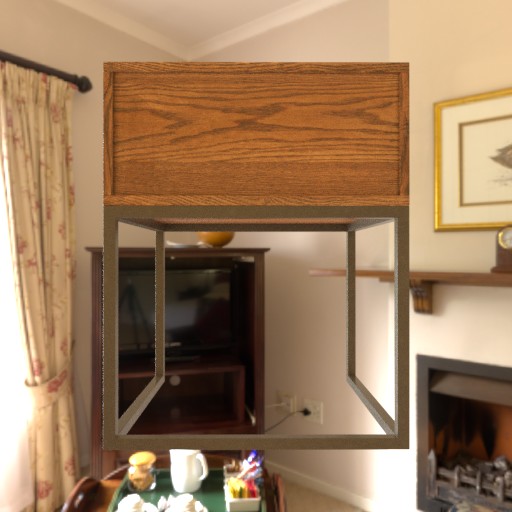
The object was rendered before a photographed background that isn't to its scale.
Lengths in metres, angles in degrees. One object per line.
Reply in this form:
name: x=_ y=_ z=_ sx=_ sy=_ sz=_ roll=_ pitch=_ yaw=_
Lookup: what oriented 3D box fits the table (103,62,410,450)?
table: x=0.000 y=0.000 z=0.896 sx=0.482 sy=0.610 sz=0.400 roll=0 pitch=0 yaw=0
